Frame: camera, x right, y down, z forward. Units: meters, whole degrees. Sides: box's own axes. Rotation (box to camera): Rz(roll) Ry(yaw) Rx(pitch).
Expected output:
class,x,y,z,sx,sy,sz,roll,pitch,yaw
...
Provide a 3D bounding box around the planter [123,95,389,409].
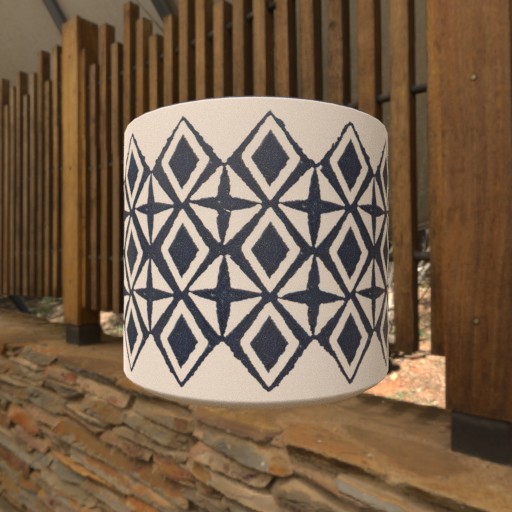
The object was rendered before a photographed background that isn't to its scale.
class,x,y,z,sx,sy,sz,roll,pitch,yaw
planter,0.000,0.000,0.391,0.224,0.203,0.224,0,0,0
